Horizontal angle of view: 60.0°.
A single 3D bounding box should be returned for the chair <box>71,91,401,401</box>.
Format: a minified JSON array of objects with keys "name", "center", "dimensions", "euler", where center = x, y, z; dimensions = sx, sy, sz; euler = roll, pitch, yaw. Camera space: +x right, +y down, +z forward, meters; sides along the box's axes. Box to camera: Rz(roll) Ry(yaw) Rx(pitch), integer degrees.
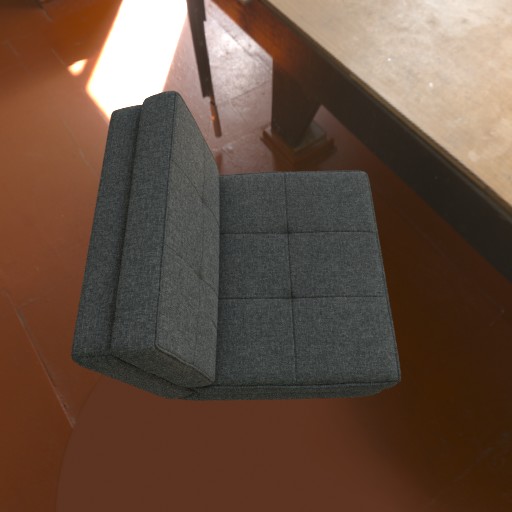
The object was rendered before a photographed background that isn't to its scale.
[{"name":"chair","center":[0.000,0.000,1.299],"dimensions":[0.800,0.615,0.740],"euler":[-1,63,-1]}]
